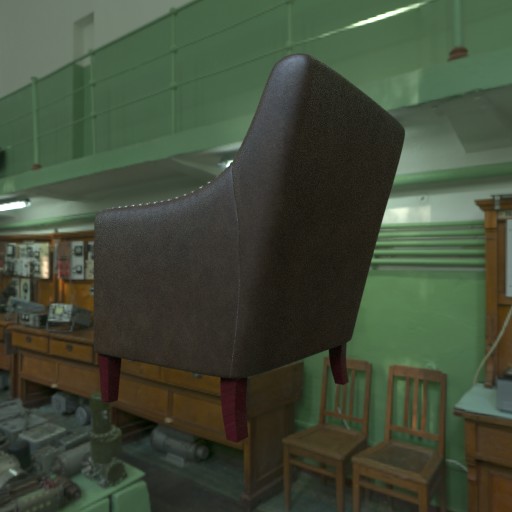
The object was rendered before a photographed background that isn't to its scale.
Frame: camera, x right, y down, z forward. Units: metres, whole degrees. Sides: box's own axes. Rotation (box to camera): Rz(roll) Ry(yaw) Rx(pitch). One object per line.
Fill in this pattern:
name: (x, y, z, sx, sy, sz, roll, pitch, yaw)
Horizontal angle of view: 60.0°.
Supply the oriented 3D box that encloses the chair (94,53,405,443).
chair: (0.000, 0.000, 1.290, 0.704, 0.813, 0.639, 0, -1, 36)
